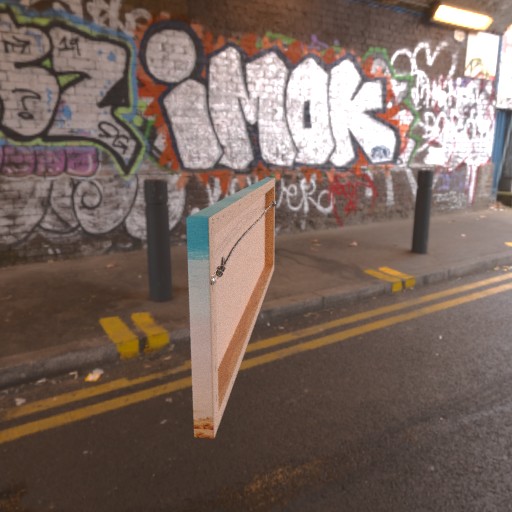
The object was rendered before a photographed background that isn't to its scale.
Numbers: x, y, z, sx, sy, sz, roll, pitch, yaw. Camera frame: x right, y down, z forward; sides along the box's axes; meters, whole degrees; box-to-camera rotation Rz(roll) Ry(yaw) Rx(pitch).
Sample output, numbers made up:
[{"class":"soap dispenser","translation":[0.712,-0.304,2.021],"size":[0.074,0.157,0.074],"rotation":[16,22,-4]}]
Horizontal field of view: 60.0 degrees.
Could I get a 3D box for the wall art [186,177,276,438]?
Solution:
[{"class":"wall art","translation":[0.000,0.000,0.842],"size":[0.044,0.254,0.759],"rotation":[2,13,7]}]
